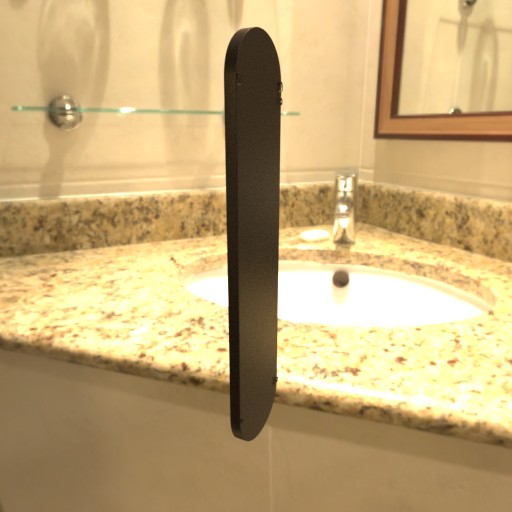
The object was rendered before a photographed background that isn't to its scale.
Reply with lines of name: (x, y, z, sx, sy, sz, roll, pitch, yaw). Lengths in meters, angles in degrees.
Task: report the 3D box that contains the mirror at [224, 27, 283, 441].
mirror: (0.000, 0.000, 1.064, 0.032, 0.991, 0.222, 8, 18, 25)
